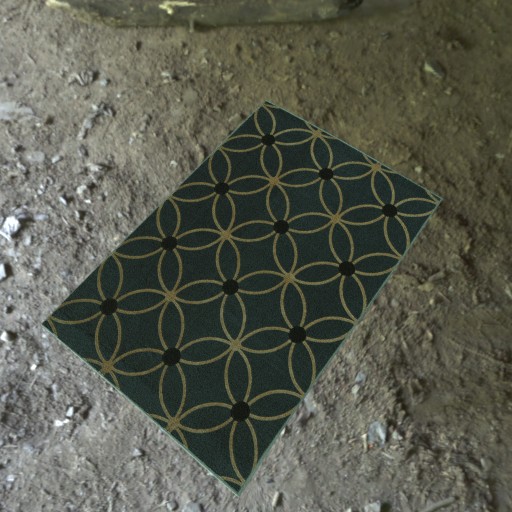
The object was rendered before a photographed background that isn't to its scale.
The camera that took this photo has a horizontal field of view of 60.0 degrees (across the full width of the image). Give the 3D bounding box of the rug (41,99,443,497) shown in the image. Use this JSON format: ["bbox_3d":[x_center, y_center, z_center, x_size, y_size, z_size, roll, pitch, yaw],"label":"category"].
[{"bbox_3d":[0.000,0.000,2.854,1.522,0.008,2.284,34,69,15],"label":"rug"}]
